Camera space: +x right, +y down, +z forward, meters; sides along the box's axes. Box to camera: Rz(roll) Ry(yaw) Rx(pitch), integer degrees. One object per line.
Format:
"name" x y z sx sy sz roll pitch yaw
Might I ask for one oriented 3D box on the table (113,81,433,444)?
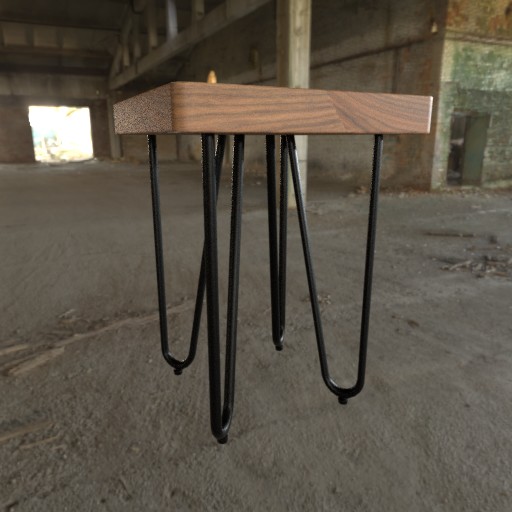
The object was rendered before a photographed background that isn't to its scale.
"table" 0.000 0.000 0.967 0.479 0.641 0.480 -7 17 -26
